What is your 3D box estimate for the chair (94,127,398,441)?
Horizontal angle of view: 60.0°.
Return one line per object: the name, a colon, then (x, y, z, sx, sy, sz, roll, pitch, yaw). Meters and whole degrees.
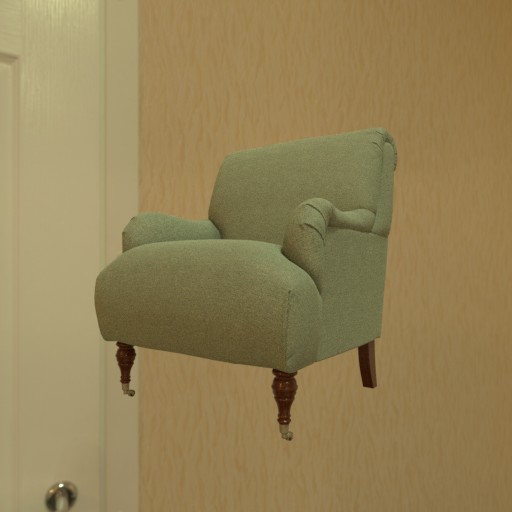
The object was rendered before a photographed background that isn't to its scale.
chair: (0.000, 0.000, 1.935, 0.964, 1.178, 1.060, 0, 0, 35)
